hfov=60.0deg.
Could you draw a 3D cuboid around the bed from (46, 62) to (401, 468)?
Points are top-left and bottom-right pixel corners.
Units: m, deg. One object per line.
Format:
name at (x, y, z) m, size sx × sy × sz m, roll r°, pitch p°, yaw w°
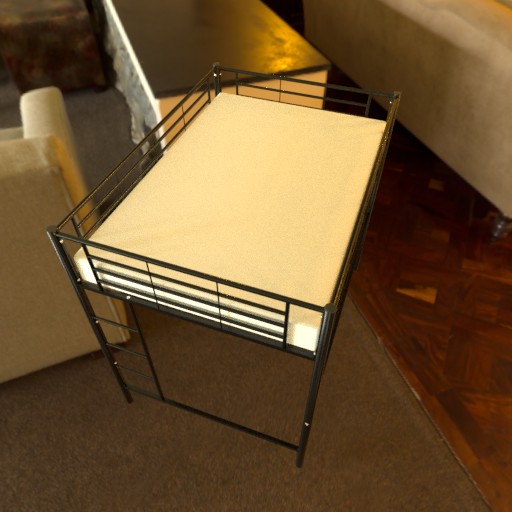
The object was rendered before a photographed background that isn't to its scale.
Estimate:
bed at (0.000, 0.000, 3.208) m, size 1.397 × 1.803 × 1.994 m, roll 15°, pitch 48°, yaw 14°
